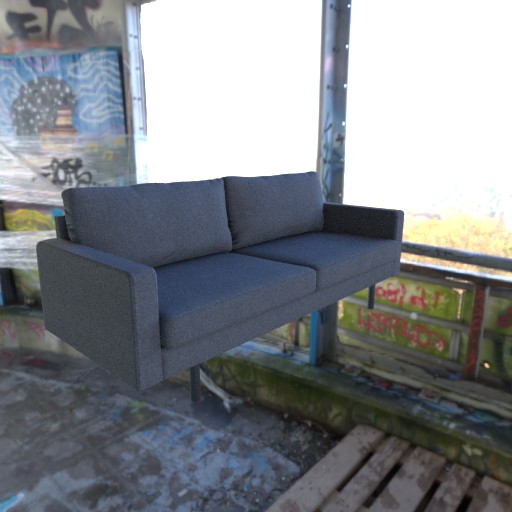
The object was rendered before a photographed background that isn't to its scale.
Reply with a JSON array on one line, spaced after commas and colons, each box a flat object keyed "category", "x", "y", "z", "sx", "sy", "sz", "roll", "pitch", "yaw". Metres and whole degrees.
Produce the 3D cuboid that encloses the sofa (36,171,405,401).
[{"category": "sofa", "x": 0.000, "y": 0.000, "z": 2.563, "sx": 0.880, "sy": 0.880, "sz": 2.100, "roll": 13, "pitch": 19, "yaw": 42}]
